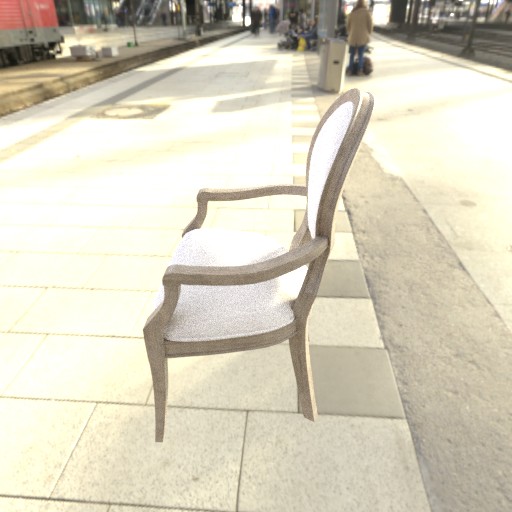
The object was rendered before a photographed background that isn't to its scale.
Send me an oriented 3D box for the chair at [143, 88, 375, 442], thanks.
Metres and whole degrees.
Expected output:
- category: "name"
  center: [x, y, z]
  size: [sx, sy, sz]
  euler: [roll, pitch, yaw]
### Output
- category: "chair"
  center: [0.000, 0.000, 1.387]
  size: [0.602, 0.991, 0.611]
  euler: [1, 29, 2]
